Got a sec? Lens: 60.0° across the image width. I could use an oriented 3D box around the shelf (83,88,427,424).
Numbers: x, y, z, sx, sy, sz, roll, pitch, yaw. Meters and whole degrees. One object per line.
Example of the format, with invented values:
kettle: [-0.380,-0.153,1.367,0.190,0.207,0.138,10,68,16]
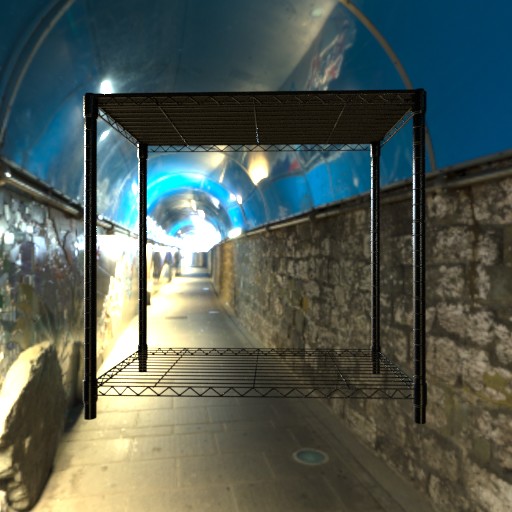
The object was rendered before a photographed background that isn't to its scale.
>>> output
shelf: [0.000,0.000,0.918,0.589,0.564,0.338,0,0,2]
